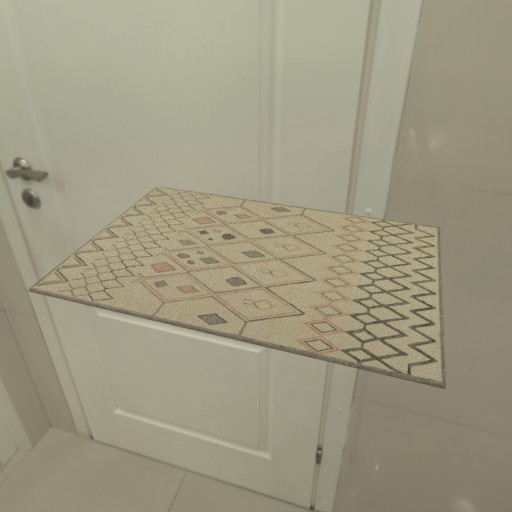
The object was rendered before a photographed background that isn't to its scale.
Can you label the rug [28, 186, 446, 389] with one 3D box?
[{"bbox_3d":[0.000,0.000,2.303,1.829,0.016,1.219,10,34,15],"label":"rug"}]
